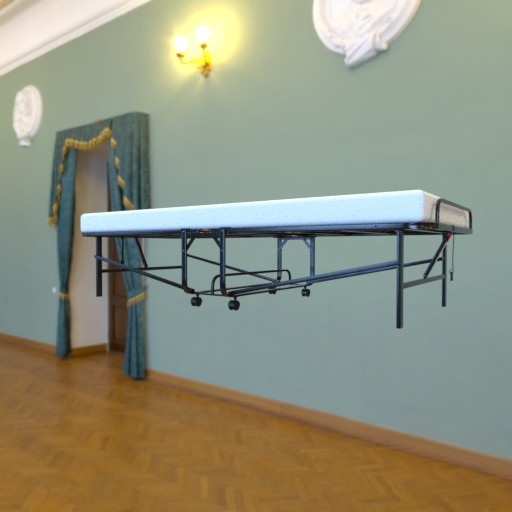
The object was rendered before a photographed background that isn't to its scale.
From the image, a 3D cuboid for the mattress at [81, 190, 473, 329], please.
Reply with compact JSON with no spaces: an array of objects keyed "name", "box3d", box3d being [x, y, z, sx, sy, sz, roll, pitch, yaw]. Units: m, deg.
[{"name":"mattress","box3d":[0.000,0.000,2.545,2.153,0.519,0.922,1,1,35]}]
